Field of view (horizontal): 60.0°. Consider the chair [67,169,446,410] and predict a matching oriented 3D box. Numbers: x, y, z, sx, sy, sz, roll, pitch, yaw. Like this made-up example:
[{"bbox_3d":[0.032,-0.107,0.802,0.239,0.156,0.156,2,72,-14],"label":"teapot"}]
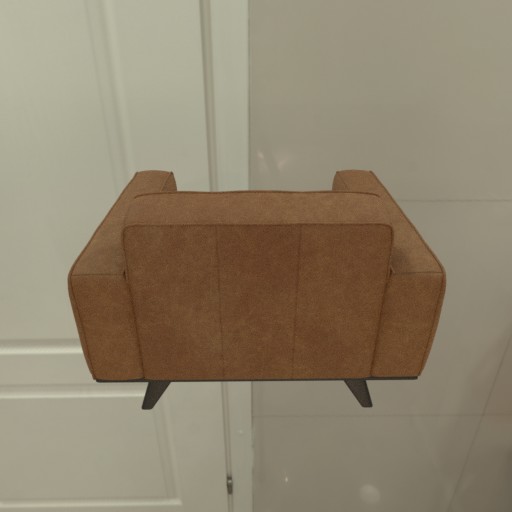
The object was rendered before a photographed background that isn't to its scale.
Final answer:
[{"bbox_3d":[0.000,0.000,1.727,1.118,0.782,0.952,0,29,-1],"label":"chair"}]
